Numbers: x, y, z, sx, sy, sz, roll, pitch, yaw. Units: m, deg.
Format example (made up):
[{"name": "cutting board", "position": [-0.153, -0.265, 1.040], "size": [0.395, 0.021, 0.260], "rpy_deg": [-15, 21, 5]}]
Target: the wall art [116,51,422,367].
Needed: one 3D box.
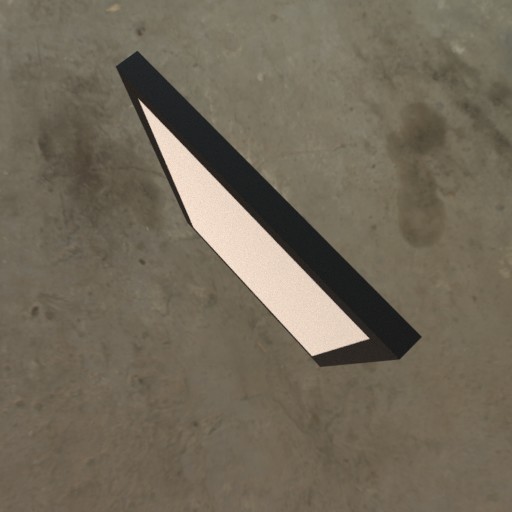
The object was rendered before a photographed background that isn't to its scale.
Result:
[{"name": "wall art", "position": [0.000, 0.000, 0.543], "size": [0.024, 0.404, 0.329], "rpy_deg": [-41, 79, -10]}]
